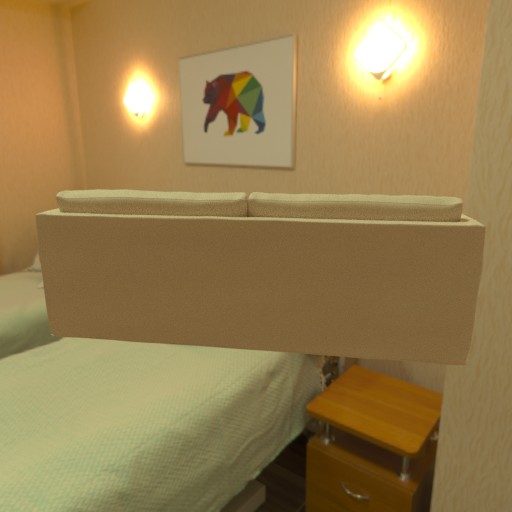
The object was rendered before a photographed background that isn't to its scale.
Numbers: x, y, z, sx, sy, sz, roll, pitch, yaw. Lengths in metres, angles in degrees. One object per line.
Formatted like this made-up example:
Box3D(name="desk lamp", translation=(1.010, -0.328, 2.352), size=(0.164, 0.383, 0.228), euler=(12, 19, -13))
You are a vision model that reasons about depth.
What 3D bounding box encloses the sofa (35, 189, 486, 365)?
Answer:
Box3D(name="sofa", translation=(0.000, 0.000, 3.213), size=(2.779, 0.999, 1.036), euler=(2, 14, 9))
